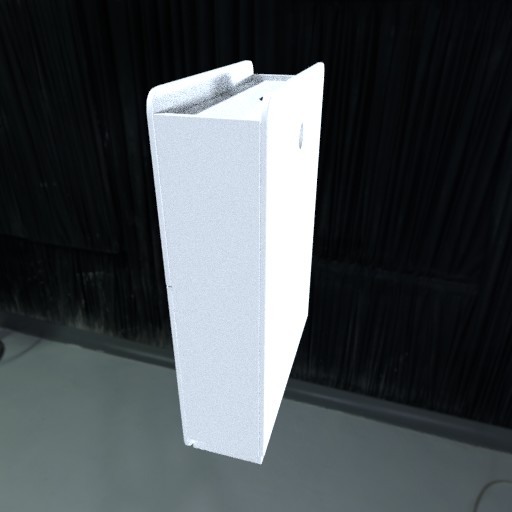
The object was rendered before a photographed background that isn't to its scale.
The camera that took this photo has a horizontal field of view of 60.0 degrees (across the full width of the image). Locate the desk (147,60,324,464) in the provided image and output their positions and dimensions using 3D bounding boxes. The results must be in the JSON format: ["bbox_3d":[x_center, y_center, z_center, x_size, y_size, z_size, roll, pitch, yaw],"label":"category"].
[{"bbox_3d":[0.000,0.000,1.543,0.278,1.190,0.795,8,29,14],"label":"desk"}]
